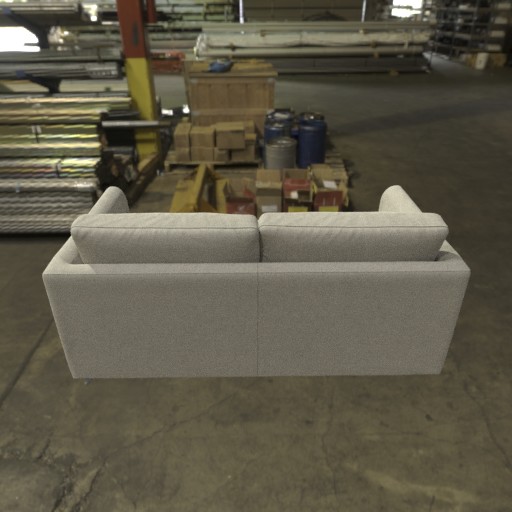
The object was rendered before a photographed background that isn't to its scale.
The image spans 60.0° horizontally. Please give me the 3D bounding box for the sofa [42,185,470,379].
[{"bbox_3d":[0.000,0.000,2.518,1.905,0.839,1.091,0,30,-1],"label":"sofa"}]
